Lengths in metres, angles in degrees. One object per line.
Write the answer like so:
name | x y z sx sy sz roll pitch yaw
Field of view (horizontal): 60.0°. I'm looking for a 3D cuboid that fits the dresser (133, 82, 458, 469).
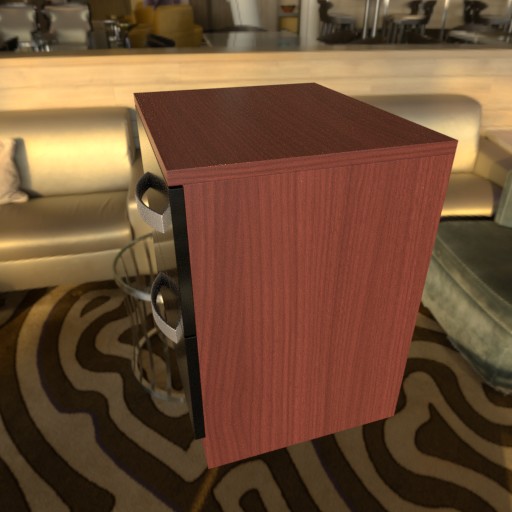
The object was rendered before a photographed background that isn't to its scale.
dresser | 0.000 0.000 0.745 0.360 0.470 0.400 -9 32 -15
